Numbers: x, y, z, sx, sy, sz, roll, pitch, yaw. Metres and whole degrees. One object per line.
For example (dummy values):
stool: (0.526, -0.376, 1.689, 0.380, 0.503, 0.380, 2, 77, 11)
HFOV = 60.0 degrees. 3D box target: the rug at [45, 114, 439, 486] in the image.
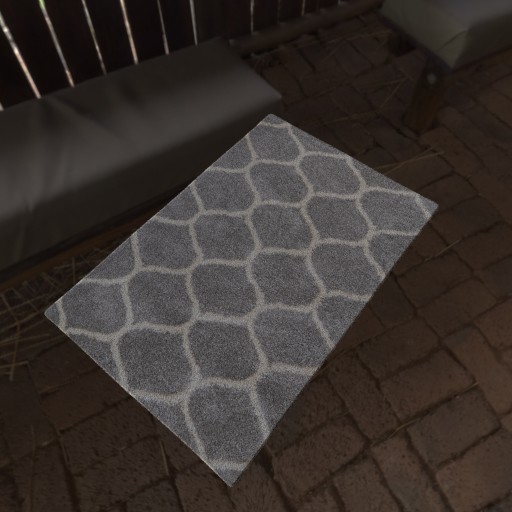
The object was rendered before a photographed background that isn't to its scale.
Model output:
rug: (0.000, 0.000, 3.474, 1.801, 0.026, 2.701, 34, 65, 19)
